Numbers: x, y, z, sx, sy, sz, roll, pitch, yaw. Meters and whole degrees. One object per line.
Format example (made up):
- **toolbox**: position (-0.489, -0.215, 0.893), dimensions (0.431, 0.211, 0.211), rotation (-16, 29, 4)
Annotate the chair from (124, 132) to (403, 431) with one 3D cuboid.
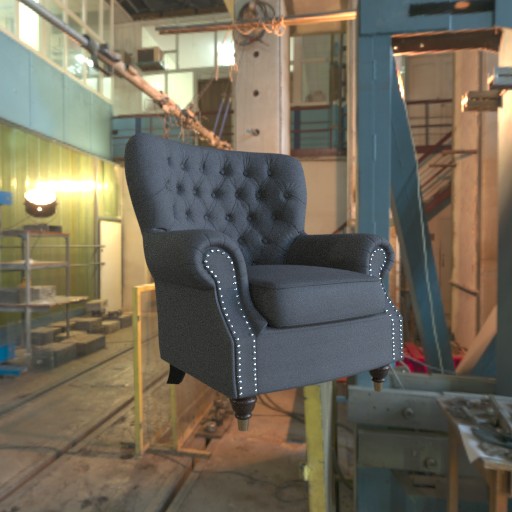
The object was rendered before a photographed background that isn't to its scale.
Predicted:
- **chair**: position (0.000, 0.000, 1.850), dimensions (0.983, 1.046, 0.983), rotation (-1, 2, -35)
